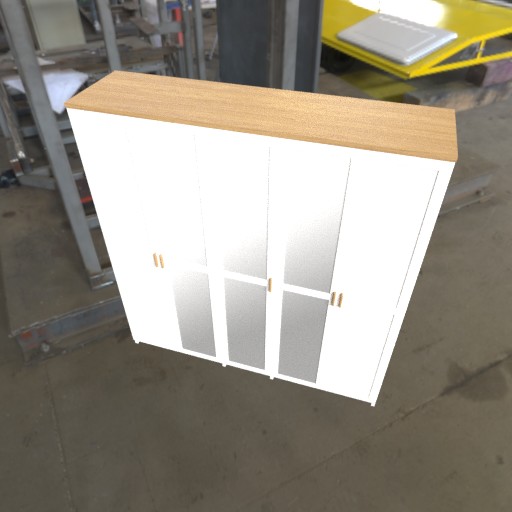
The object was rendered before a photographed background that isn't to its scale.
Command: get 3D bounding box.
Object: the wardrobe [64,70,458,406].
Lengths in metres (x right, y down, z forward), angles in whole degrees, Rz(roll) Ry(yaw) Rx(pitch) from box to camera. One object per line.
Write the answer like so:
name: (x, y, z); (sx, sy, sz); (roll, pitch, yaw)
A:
wardrobe: (0.000, 0.000, 3.268); (2.160, 2.260, 0.590); (12, 43, 13)
